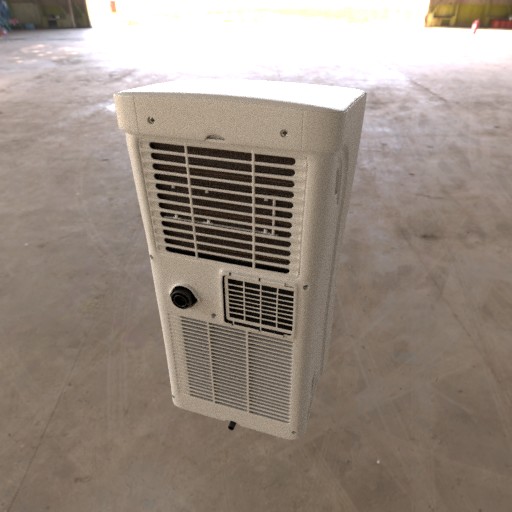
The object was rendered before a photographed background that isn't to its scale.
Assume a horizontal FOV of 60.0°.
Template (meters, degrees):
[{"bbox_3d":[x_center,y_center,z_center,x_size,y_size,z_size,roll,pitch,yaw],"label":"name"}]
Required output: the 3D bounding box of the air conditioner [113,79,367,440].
[{"bbox_3d":[0.000,0.000,0.930,0.352,0.716,0.369,10,33,16],"label":"air conditioner"}]
